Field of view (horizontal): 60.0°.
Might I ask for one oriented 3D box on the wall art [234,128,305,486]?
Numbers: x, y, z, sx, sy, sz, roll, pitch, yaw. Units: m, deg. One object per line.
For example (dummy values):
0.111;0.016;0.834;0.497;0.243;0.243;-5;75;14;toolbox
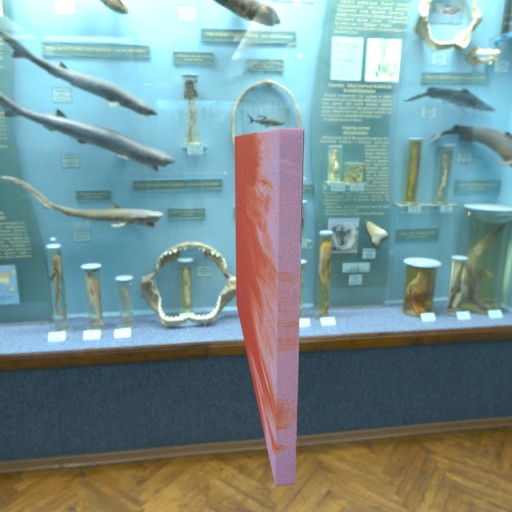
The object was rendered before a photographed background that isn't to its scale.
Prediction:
0.000;0.000;1.146;0.040;0.609;0.913;-2;14;-7;wall art
